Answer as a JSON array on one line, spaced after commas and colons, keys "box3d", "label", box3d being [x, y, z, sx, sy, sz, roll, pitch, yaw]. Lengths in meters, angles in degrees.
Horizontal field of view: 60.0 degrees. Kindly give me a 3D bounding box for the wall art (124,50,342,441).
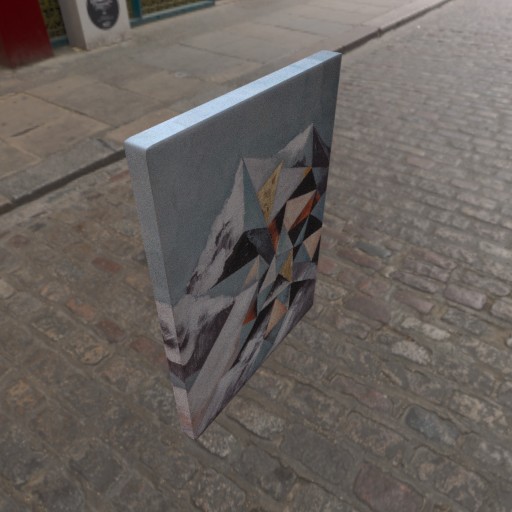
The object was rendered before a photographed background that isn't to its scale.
[{"box3d": [0.000, 0.000, 0.816, 0.037, 0.613, 0.455, 25, 45, 27], "label": "wall art"}]
